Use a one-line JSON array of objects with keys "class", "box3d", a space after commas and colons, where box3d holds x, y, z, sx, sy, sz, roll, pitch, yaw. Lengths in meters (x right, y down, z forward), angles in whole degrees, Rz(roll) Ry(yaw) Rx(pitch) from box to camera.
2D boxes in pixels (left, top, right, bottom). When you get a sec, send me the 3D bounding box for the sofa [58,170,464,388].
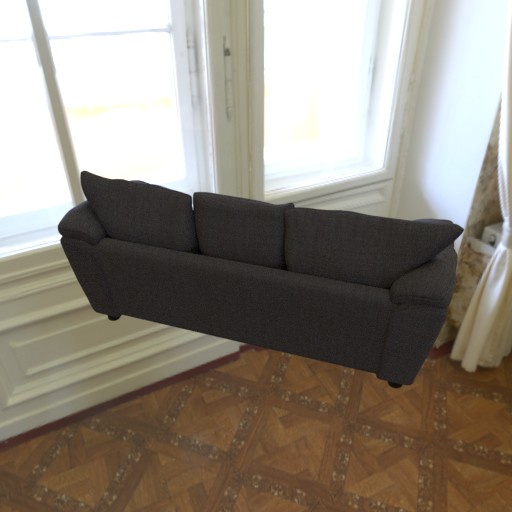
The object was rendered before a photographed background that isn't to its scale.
[{"class": "sofa", "box3d": [0.000, 0.000, 2.833, 2.336, 1.080, 0.883, 10, 34, 15]}]
